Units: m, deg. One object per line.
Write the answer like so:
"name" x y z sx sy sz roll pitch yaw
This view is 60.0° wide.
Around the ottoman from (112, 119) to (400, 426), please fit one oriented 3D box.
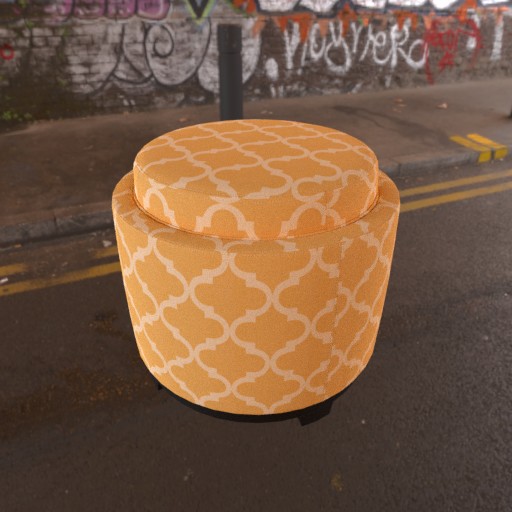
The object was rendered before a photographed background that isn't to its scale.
"ottoman" 0.000 0.000 0.825 0.480 0.429 0.480 0 31 0
